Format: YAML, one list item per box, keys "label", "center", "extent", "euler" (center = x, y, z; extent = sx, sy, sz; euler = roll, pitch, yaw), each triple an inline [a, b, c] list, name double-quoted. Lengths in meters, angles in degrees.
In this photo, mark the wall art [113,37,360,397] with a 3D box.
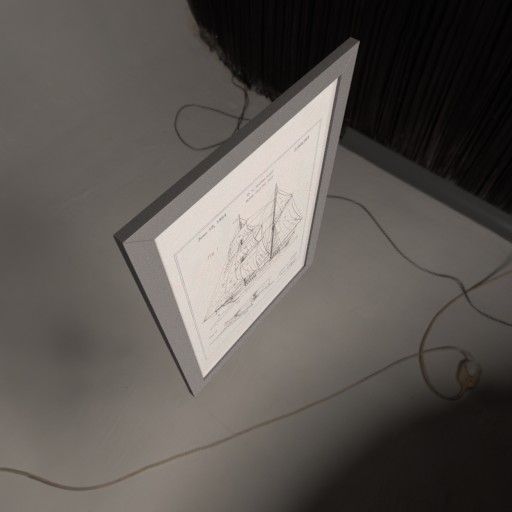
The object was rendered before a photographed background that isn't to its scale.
- label: "wall art"
  center: [0.000, 0.000, 0.690]
  extent: [0.013, 0.534, 0.380]
  euler: [35, 65, 19]
